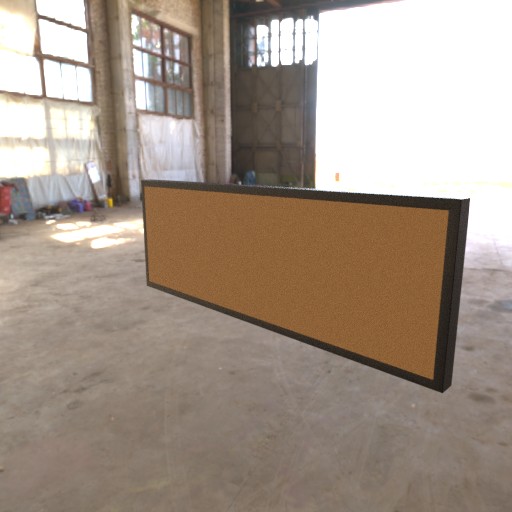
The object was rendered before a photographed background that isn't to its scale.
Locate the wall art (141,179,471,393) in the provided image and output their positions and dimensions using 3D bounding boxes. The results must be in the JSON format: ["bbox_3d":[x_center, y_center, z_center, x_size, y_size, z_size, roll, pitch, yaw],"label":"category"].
[{"bbox_3d":[0.000,0.000,0.971,0.860,0.303,0.037,12,17,44],"label":"wall art"}]
